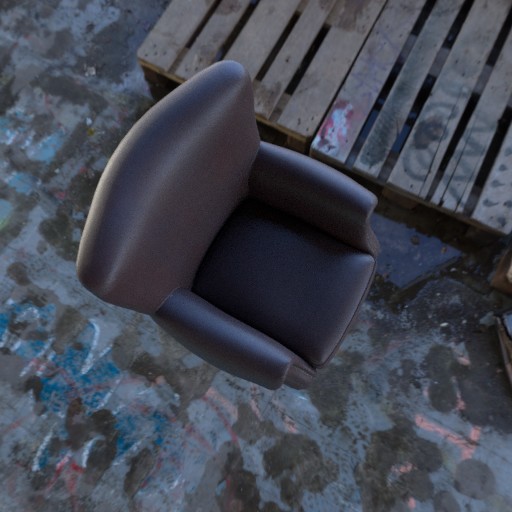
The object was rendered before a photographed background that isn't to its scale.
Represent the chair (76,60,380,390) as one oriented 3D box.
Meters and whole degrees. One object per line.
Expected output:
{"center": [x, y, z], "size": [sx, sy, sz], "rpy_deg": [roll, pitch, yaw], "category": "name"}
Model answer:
{"center": [0.000, 0.000, 1.385], "size": [0.746, 0.800, 0.700], "rpy_deg": [29, 77, 7], "category": "chair"}
